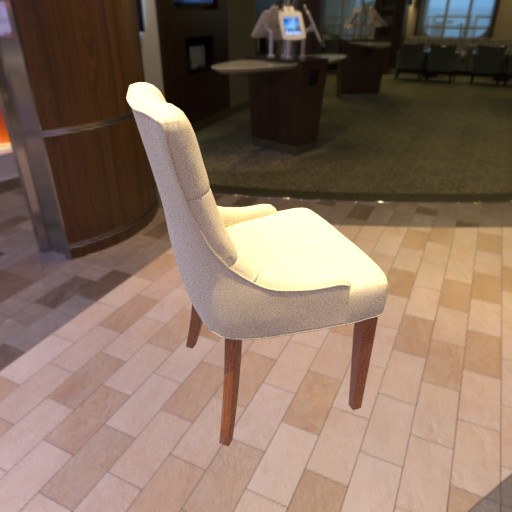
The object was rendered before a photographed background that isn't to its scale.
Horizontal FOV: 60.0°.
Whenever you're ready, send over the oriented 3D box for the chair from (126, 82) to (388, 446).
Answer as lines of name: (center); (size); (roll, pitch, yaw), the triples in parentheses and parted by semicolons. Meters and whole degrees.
chair: (0.000, 0.000, 1.213); (0.565, 0.874, 0.509); (-10, 31, -18)
